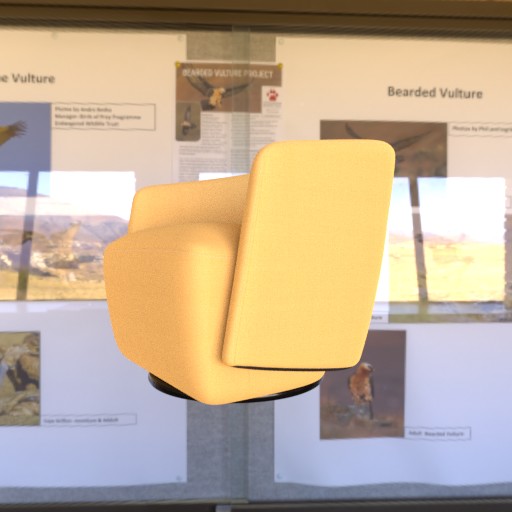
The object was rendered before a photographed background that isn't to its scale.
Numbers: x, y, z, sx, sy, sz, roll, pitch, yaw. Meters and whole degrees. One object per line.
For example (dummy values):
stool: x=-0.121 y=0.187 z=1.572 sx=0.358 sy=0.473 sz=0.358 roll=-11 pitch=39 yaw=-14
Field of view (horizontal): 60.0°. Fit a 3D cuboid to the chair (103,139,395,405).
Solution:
chair: x=0.000 y=0.000 z=1.333 sx=0.767 sy=0.698 sz=0.773 roll=0 pitch=0 yaw=-34
